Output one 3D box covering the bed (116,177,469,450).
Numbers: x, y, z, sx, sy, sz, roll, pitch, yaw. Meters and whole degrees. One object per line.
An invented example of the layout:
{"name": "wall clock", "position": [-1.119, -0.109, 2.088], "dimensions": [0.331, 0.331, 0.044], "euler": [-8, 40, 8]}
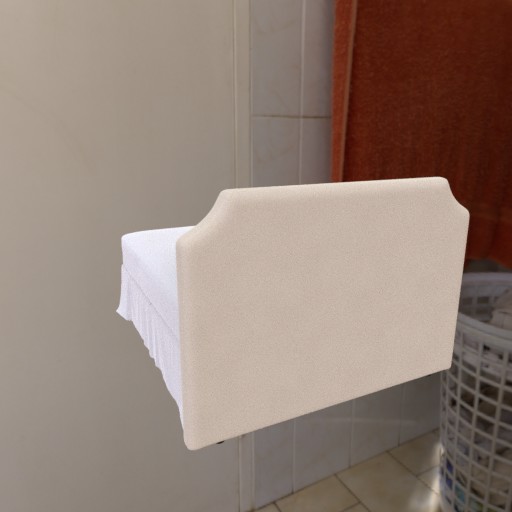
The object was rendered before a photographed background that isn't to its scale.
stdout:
{"name": "bed", "position": [0.000, 0.000, 3.334], "dimensions": [1.827, 1.296, 2.209], "euler": [-8, 17, -25]}
